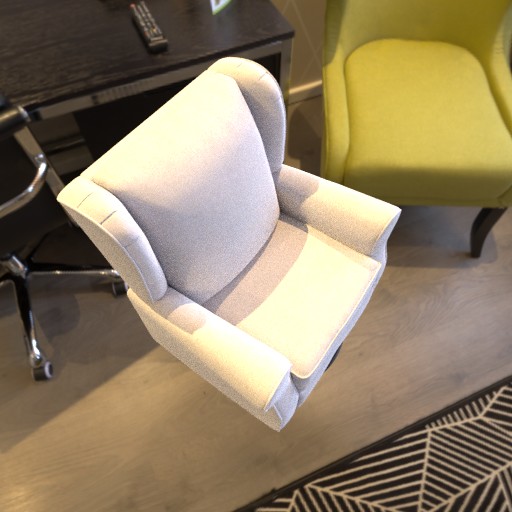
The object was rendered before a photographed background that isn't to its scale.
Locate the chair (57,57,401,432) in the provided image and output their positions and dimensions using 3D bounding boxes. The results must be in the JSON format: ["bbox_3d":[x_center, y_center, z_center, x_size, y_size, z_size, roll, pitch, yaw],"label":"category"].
[{"bbox_3d":[0.000,0.000,1.668,0.854,0.967,0.906,32,64,17],"label":"chair"}]
